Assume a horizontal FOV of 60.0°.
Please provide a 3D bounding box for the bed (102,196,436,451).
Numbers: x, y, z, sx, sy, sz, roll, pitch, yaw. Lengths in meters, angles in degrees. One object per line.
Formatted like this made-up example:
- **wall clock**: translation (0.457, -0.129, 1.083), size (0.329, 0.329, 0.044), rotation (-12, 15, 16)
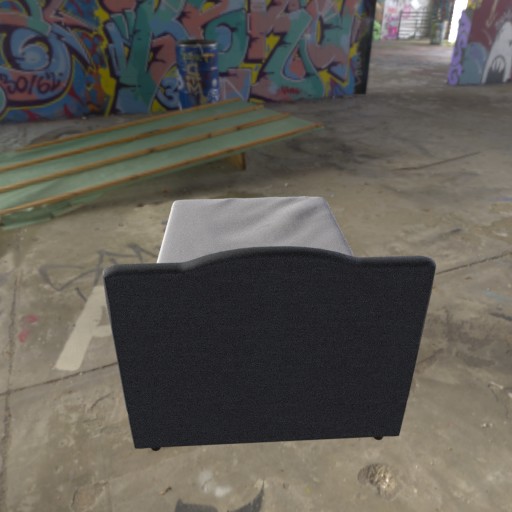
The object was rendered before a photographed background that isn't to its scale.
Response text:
- **bed**: translation (0.000, 0.000, 3.585), size (1.747, 1.441, 2.507), rotation (-2, 30, -3)
